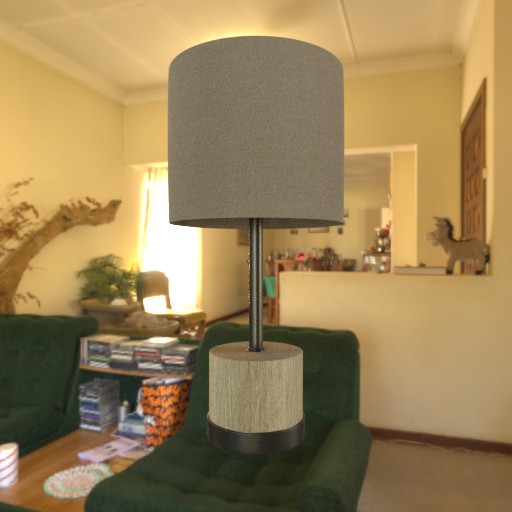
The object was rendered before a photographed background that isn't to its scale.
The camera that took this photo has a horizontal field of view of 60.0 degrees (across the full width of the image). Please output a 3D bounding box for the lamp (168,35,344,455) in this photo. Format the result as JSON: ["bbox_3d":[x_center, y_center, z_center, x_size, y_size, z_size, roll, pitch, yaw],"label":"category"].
[{"bbox_3d":[0.000,0.000,0.586,0.229,0.470,0.229,0,0,2],"label":"lamp"}]
